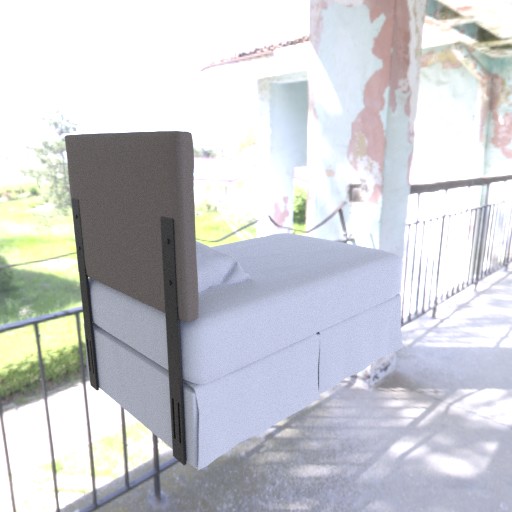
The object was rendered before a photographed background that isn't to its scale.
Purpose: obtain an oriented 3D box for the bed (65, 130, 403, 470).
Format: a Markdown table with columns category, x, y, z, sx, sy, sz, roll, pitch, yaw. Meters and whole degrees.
| category | x | y | z | sx | sy | sz | roll | pitch | yaw |
| --- | --- | --- | --- | --- | --- | --- | --- | --- | --- |
| bed | 0.000 | 0.000 | 2.988 | 1.997 | 1.571 | 1.261 | -13 | 19 | -43 |
